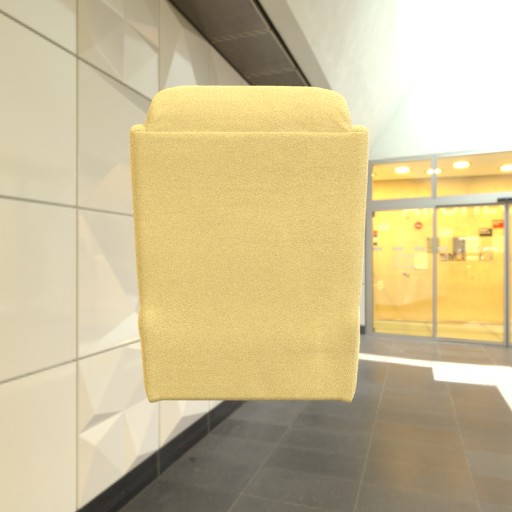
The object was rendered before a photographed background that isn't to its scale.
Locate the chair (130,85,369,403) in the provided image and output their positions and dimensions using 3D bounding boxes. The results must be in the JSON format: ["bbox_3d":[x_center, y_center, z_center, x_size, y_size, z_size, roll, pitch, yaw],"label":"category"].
[{"bbox_3d":[0.000,0.000,1.732,0.798,1.013,1.043,0,0,0],"label":"chair"}]
